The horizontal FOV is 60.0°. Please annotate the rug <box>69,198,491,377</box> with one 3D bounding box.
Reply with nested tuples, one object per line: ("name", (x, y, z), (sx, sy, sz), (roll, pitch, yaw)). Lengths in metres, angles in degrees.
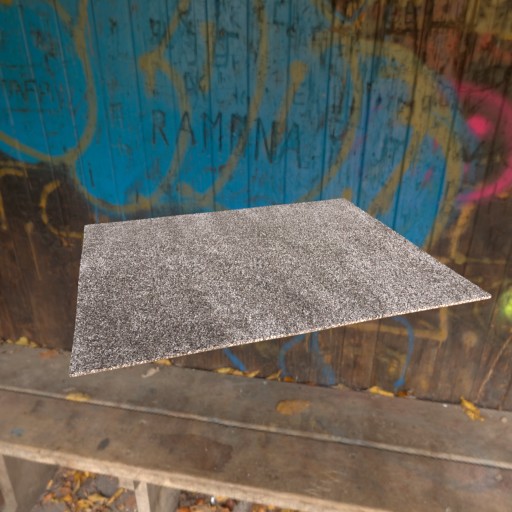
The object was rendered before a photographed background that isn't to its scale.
("rug", (0.000, 0.000, 3.986), (3.000, 0.025, 2.401), (-8, 27, -15))
